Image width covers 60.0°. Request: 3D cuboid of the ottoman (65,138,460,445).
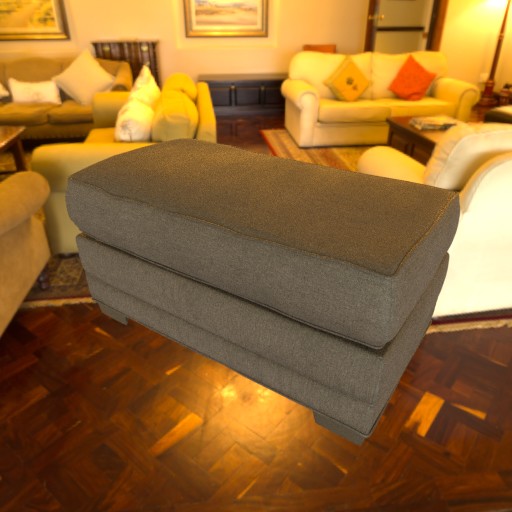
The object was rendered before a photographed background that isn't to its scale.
[{"bbox_3d":[0.000,0.000,1.140,0.864,0.448,0.490,18,34,29],"label":"ottoman"}]
